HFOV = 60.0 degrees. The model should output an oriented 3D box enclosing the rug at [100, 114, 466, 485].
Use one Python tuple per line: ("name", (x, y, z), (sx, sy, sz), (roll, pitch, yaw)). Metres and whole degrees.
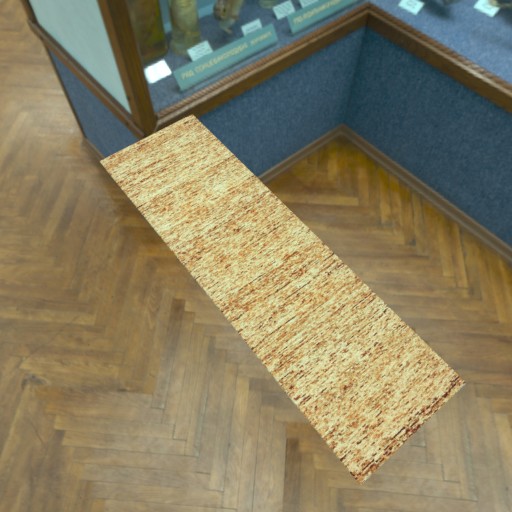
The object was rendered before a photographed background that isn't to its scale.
("rug", (0.000, 0.000, 2.360), (0.680, 0.014, 2.237), (-34, 65, -19))
